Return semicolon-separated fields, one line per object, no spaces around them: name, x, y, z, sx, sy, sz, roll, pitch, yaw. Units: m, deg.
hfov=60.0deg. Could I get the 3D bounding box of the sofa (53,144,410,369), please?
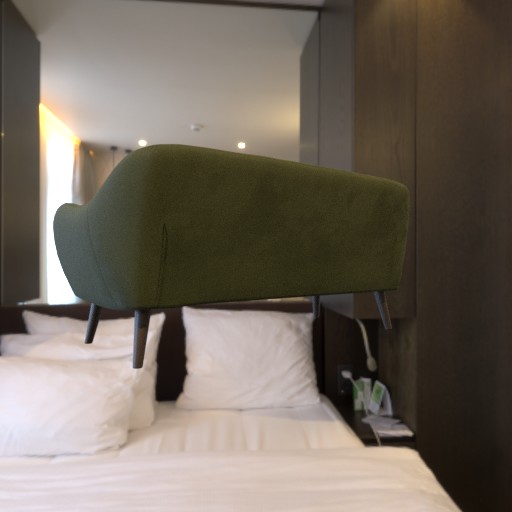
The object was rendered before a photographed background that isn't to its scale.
sofa;0.000;0.000;2.312;1.840;0.836;0.820;0;0;-37
